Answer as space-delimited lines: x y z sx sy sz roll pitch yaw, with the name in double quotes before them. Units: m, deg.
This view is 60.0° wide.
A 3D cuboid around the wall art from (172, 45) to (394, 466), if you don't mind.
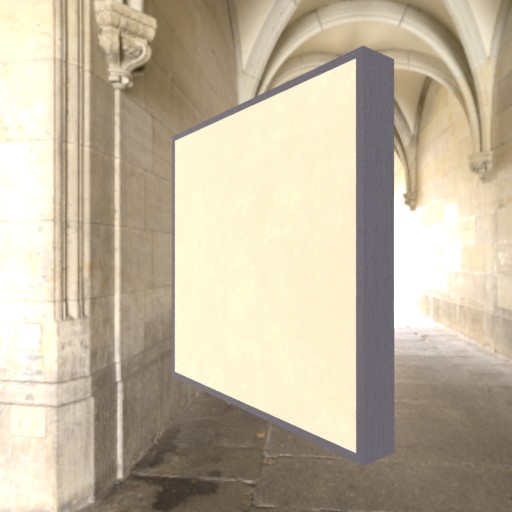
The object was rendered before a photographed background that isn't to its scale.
"wall art" 0.000 0.000 0.448 0.036 0.300 0.302 0 0 -37
